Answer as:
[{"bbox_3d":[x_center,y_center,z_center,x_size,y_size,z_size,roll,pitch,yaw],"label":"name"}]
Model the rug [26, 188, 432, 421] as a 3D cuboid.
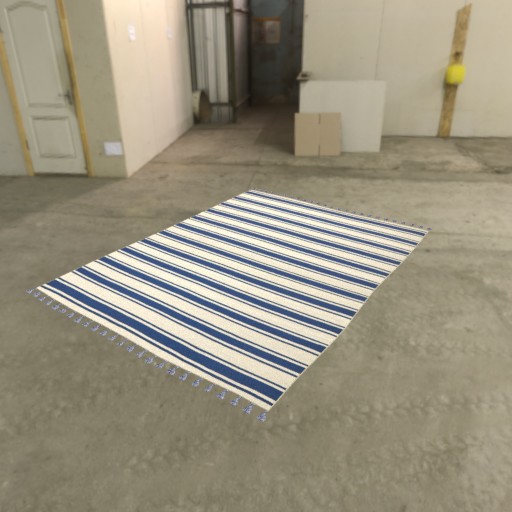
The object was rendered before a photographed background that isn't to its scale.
[{"bbox_3d":[0.000,0.000,4.400,2.471,0.016,3.416,18,32,31],"label":"rug"}]
